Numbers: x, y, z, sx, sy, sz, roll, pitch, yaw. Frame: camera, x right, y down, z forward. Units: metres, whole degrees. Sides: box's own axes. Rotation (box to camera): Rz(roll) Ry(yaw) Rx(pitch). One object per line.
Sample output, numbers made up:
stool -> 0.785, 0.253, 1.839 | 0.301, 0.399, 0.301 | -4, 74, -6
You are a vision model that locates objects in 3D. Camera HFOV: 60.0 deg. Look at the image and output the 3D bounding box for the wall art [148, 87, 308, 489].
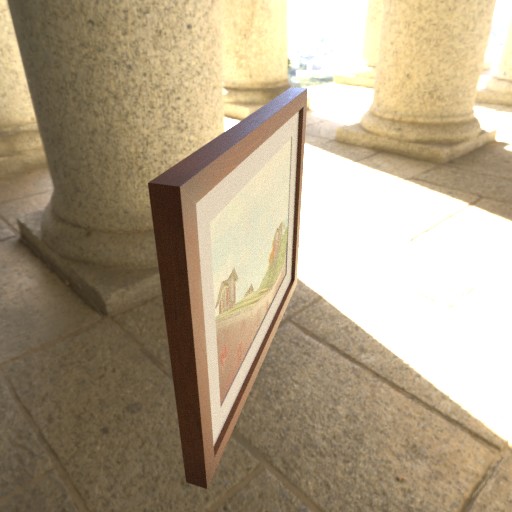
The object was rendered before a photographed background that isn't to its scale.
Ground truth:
wall art -> 0.000, 0.000, 0.754 | 0.033, 0.457, 0.558 | 9, 31, 15
